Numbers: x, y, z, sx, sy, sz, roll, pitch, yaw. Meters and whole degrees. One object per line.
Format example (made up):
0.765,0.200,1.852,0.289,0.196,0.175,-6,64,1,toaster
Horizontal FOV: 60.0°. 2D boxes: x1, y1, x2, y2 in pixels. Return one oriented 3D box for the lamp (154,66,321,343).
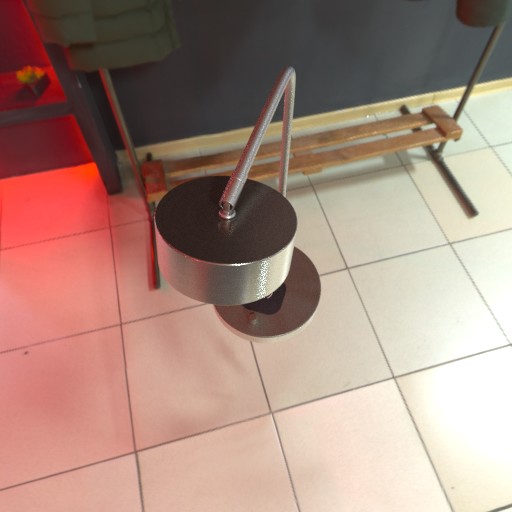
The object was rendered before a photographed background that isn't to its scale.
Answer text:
0.000,0.000,0.640,0.211,0.469,0.334,15,60,9,lamp
